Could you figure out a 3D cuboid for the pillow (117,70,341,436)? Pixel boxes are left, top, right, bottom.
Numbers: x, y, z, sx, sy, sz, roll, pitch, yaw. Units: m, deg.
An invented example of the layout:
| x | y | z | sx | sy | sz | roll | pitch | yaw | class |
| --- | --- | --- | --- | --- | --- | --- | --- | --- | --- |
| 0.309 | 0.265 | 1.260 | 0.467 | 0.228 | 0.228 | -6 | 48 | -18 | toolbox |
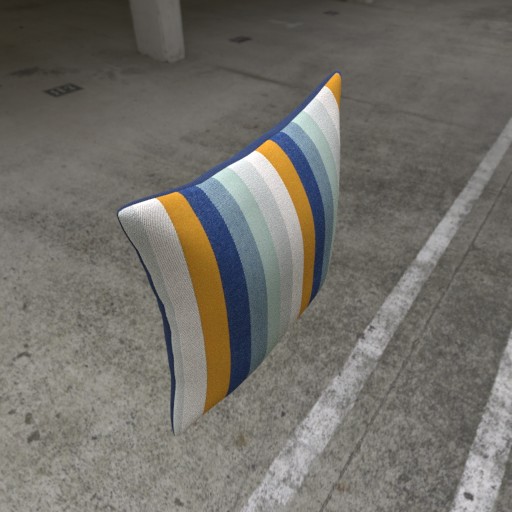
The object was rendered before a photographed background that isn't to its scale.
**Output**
| x | y | z | sx | sy | sz | roll | pitch | yaw | class |
| --- | --- | --- | --- | --- | --- | --- | --- | --- | --- |
| 0.000 | 0.000 | 0.715 | 0.173 | 0.454 | 0.463 | 25 | 47 | 25 | pillow |
